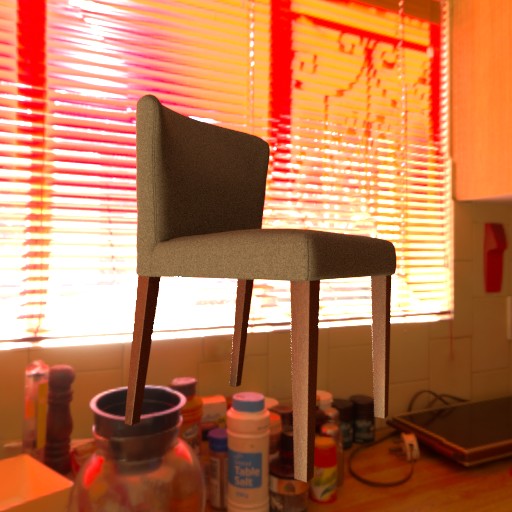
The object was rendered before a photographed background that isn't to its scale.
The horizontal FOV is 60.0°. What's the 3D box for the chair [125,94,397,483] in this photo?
[{"bbox_3d":[0.000,0.000,1.148,0.592,0.839,0.491,-1,-1,36],"label":"chair"}]
